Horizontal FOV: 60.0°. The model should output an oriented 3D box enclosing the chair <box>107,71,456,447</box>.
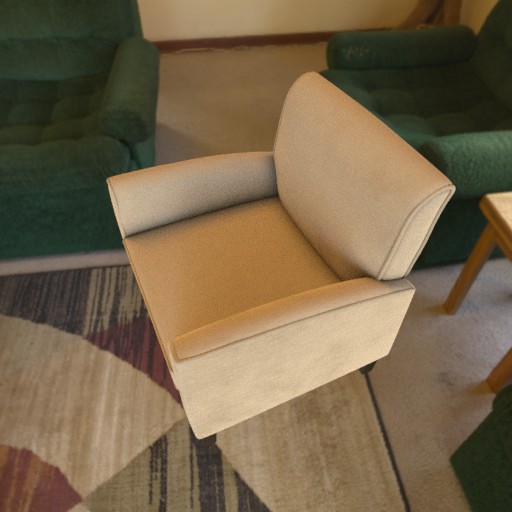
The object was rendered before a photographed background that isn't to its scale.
[{"bbox_3d":[0.000,0.000,1.567,0.821,0.915,0.820,-19,50,-17],"label":"chair"}]
